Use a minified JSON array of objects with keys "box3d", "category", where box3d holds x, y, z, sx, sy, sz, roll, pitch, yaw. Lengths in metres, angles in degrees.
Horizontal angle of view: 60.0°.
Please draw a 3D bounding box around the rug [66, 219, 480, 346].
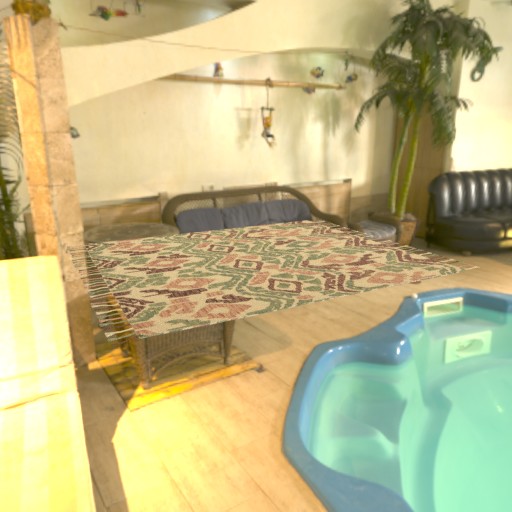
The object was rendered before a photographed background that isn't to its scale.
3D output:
[{"box3d":[0.000,0.000,4.079,3.048,0.010,2.438,-8,18,-26],"category":"rug"}]
